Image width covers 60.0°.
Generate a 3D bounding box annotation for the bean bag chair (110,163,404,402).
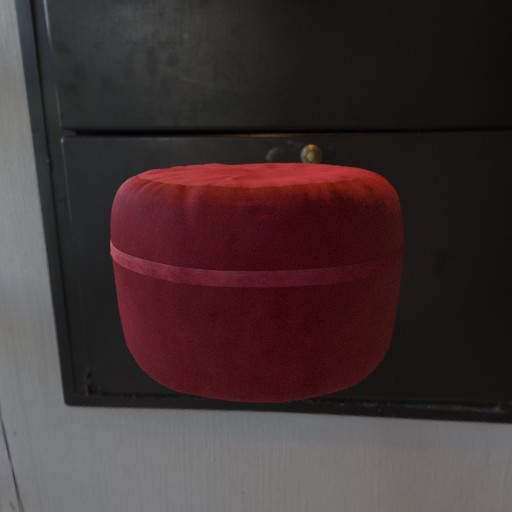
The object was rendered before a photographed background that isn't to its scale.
[{"bbox_3d":[0.000,0.000,1.930,1.219,0.762,1.219,0,15,0],"label":"bean bag chair"}]
